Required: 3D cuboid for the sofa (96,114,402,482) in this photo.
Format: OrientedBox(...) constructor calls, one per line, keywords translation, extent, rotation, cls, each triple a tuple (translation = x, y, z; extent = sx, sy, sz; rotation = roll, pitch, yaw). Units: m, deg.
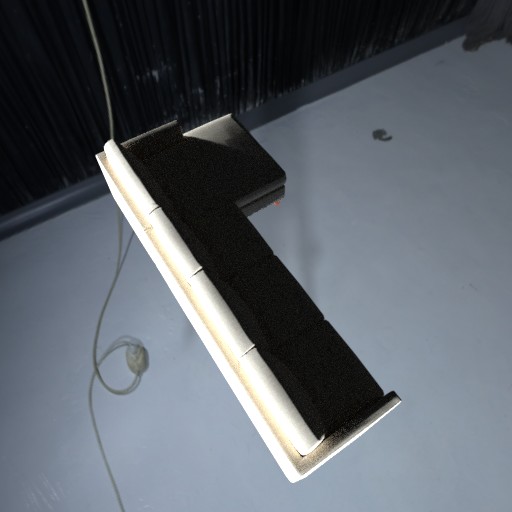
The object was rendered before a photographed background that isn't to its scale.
OrientedBox(translation=(0.000, 0.000, 4.117), extent=(1.603, 0.954, 3.471), rotation=(-29, 64, -16), cls="sofa")
